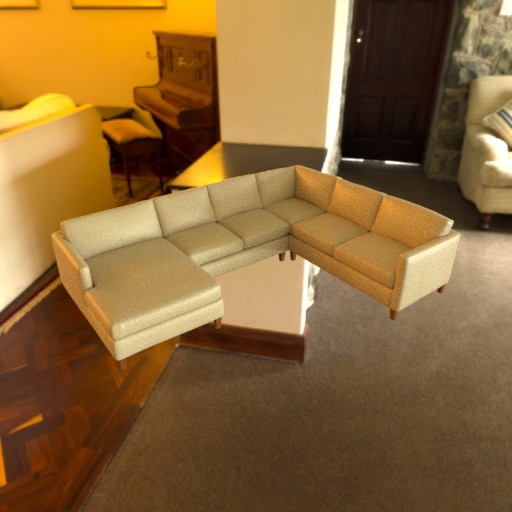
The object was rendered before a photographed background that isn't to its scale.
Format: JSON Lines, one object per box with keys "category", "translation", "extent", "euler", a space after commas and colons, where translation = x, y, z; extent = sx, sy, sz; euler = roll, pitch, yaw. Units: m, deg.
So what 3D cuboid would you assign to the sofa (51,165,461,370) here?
{"category": "sofa", "translation": [0.000, 0.000, 4.713], "extent": [3.460, 0.961, 2.594], "euler": [-20, 34, -32]}
